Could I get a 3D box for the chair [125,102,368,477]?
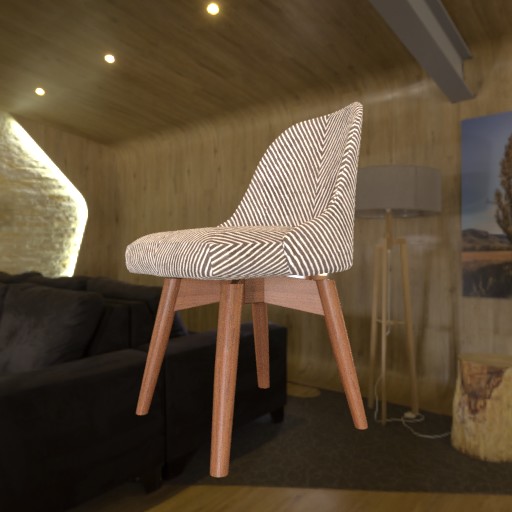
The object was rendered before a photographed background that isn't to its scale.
[{"bbox_3d":[0.000,0.000,1.213,0.591,0.883,0.504,0,0,-35],"label":"chair"}]
